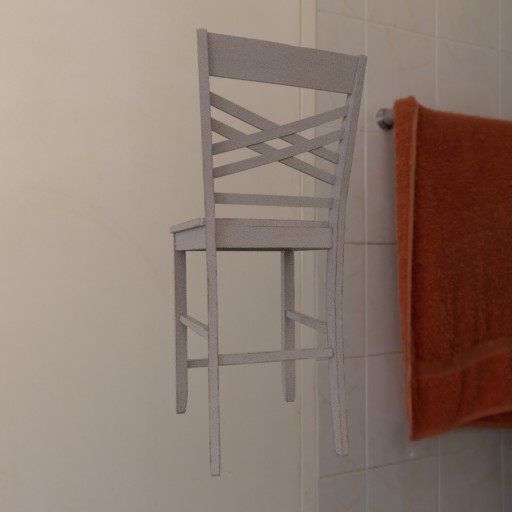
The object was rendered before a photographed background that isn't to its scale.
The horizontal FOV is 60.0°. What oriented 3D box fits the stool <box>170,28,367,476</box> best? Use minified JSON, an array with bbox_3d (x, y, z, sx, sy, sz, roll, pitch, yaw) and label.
[{"bbox_3d":[0.000,0.000,1.355,0.462,1.079,0.539,0,0,-18],"label":"stool"}]
